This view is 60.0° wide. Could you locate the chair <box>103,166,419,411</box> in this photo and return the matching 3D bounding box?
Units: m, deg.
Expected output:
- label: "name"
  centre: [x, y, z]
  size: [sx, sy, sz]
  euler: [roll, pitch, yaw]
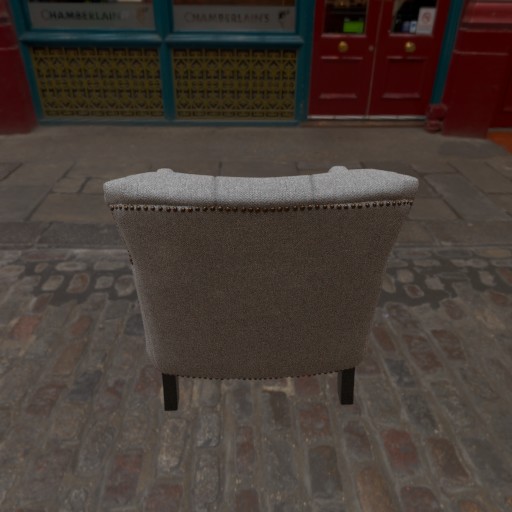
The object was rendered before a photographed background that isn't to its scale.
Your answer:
- label: "chair"
  centre: [0.000, 0.000, 1.490]
  size: [0.737, 0.823, 0.902]
  euler: [-1, 30, -2]
